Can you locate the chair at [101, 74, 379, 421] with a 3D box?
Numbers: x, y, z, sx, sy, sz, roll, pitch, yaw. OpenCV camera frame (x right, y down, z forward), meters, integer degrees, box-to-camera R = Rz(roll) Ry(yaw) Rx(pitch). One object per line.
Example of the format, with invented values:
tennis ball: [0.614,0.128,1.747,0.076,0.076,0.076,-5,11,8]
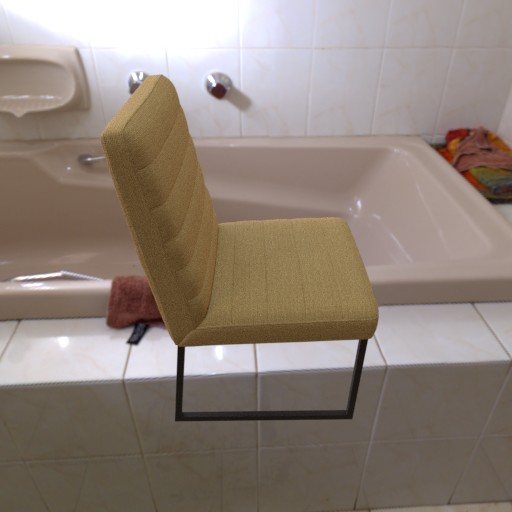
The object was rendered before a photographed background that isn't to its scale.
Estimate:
chair: [0.000,0.000,1.315,0.634,0.930,0.520,0,34,-1]
